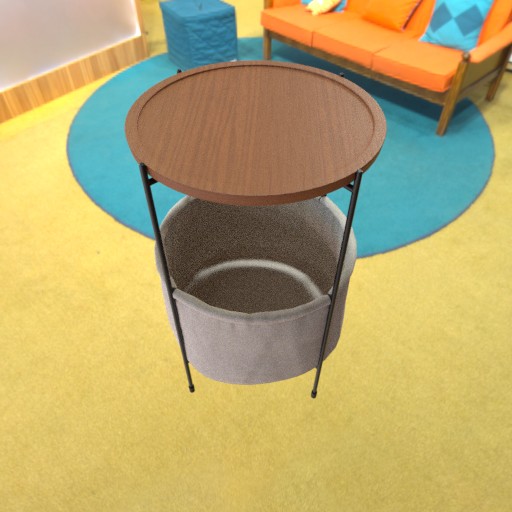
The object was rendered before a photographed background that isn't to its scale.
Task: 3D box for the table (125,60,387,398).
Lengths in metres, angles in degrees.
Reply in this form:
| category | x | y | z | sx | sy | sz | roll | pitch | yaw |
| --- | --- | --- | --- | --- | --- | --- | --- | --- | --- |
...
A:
| category | x | y | z | sx | sy | sz | roll | pitch | yaw |
| --- | --- | --- | --- | --- | --- | --- | --- | --- | --- |
| table | 0.000 | 0.000 | 0.889 | 0.393 | 0.623 | 0.393 | 2 | 47 | 2 |
